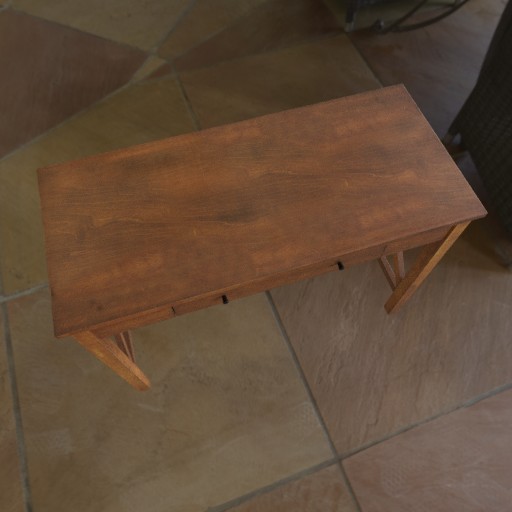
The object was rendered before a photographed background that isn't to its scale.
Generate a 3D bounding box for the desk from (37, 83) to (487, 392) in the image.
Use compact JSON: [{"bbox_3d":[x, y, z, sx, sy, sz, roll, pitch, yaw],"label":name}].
[{"bbox_3d":[0.000,0.000,1.533,1.117,0.762,0.508,-16,64,-8],"label":"desk"}]
